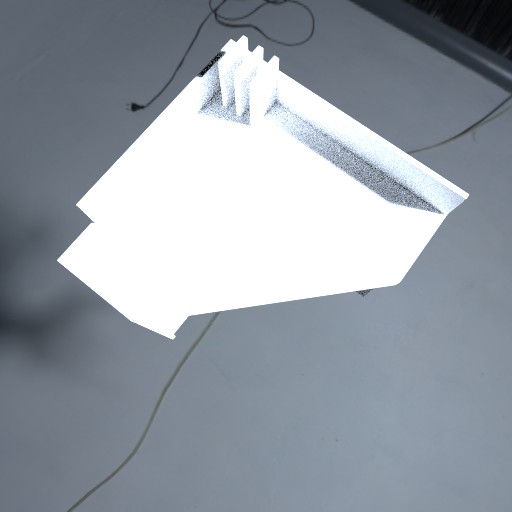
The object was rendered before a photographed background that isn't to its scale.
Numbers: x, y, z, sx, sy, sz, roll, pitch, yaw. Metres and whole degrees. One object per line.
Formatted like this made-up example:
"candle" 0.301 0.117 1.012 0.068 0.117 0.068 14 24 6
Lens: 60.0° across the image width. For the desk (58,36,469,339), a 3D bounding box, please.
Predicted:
"desk" 0.000 0.000 1.745 0.940 0.986 0.940 37 78 9
